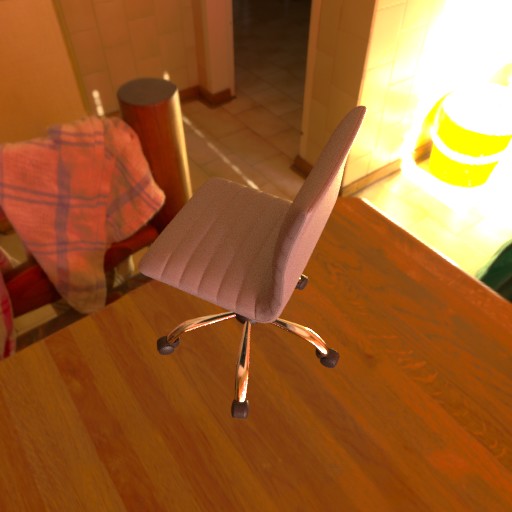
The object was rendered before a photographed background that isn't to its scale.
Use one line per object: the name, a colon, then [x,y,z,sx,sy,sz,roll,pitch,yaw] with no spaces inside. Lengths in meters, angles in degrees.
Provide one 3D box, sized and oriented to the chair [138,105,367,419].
chair: [0.000,0.000,1.163,0.542,0.750,0.569,17,49,16]
